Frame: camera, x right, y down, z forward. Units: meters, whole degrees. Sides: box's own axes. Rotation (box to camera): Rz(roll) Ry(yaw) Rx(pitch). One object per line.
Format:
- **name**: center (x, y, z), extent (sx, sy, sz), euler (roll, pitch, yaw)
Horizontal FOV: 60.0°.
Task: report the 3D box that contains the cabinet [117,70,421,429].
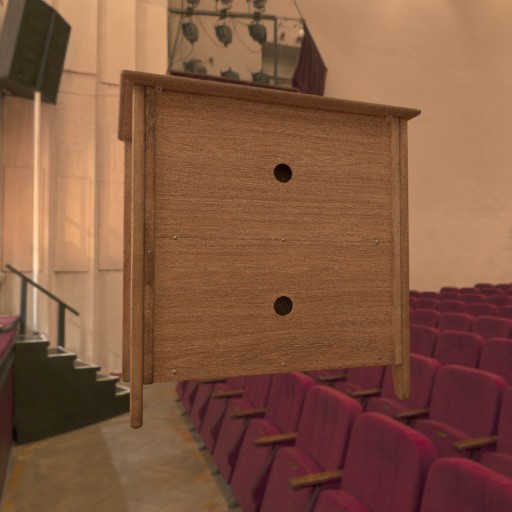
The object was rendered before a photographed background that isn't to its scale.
- **cabinet**: center (0.000, 0.000, 1.272), extent (0.763, 0.762, 0.503), euler (1, -2, -18)
